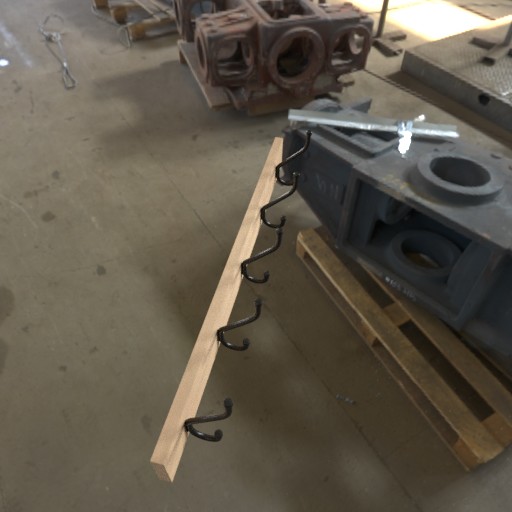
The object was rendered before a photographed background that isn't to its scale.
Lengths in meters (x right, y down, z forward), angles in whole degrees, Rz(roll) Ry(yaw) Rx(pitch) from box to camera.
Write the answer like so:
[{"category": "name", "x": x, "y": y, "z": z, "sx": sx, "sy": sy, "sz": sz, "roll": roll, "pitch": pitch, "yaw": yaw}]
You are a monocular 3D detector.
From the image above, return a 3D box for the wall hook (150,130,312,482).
[{"category": "wall hook", "x": 0.000, "y": 0.000, "z": 0.610, "sx": 0.071, "sy": 0.117, "sz": 0.571, "roll": 11, "pitch": 49, "yaw": 9}]
